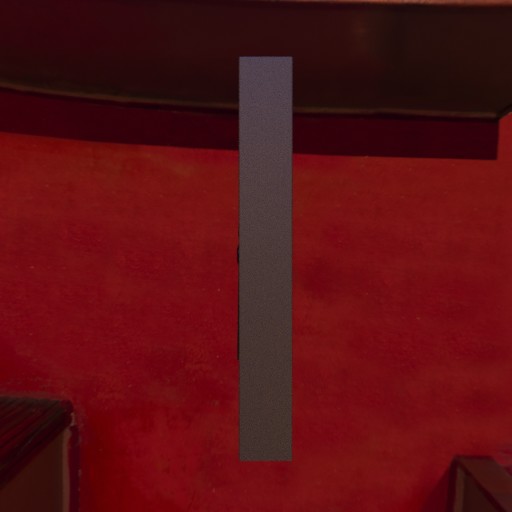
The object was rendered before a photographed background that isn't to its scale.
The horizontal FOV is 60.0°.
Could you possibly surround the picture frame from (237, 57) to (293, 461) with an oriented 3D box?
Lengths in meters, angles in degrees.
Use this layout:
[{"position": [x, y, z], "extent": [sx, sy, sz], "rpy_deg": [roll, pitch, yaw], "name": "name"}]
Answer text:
[{"position": [0.000, 0.000, 0.276], "extent": [0.028, 0.208, 0.157], "rpy_deg": [0, 91, 0], "name": "picture frame"}]
